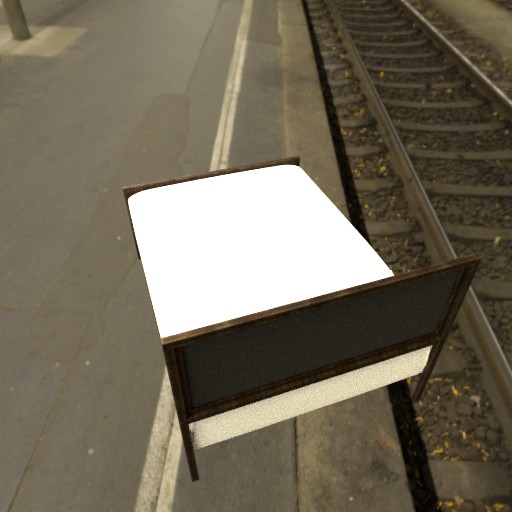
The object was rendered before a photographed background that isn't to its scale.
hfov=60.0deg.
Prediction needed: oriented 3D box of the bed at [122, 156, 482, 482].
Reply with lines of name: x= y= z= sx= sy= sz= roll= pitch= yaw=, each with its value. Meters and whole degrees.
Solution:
bed: x=0.000 y=0.000 z=3.224 sx=1.607 sy=1.313 sz=2.221 roll=-13 pitch=42 yaw=-15
